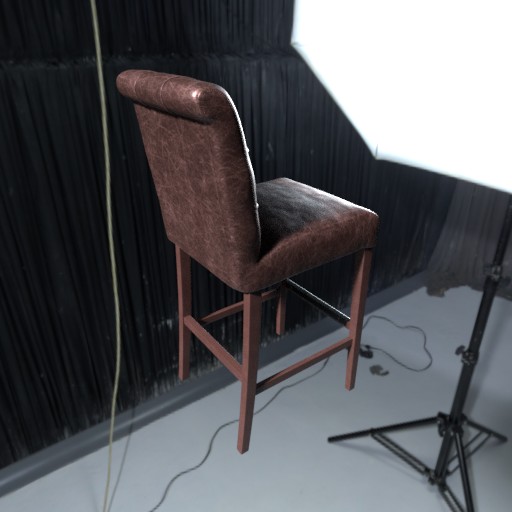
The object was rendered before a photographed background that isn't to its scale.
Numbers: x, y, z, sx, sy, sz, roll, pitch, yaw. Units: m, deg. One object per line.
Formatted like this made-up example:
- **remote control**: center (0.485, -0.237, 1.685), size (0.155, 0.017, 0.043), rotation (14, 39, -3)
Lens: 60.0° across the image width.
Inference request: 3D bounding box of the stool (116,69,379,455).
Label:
- **stool**: center (0.000, 0.000, 1.494), size (0.659, 1.168, 0.483), rotation (-18, 32, -31)
